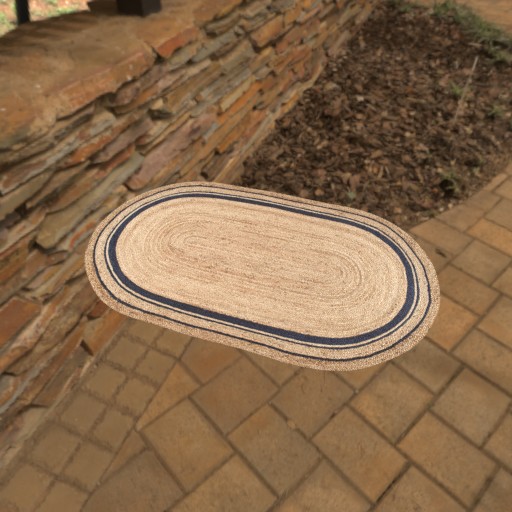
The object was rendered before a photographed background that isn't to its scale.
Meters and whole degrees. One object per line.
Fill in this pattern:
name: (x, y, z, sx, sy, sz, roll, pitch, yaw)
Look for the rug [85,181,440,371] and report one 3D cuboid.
rug: (0.000, 0.000, 3.057, 2.432, 0.006, 1.520, 13, 45, 13)
